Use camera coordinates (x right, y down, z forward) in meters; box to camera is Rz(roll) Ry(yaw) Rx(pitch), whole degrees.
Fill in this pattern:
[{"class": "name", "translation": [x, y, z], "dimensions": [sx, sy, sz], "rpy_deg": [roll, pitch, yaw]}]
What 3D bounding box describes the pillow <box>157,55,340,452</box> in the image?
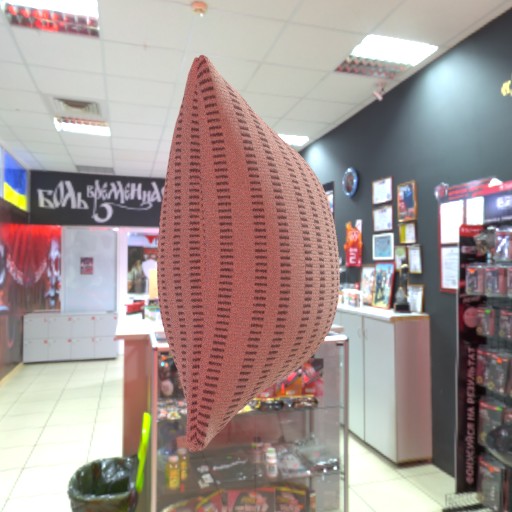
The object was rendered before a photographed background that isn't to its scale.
[{"class": "pillow", "translation": [0.000, 0.000, 0.668], "dimensions": [0.247, 0.419, 0.438], "rpy_deg": [0, -1, 17]}]
